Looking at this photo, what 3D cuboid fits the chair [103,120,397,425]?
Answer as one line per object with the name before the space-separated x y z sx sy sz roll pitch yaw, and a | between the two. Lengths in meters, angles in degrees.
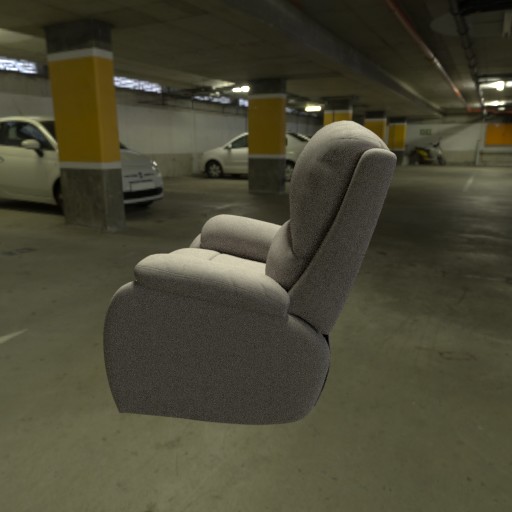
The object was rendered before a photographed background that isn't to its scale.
chair | 0.000 0.000 1.740 0.899 1.011 0.930 2 14 9
